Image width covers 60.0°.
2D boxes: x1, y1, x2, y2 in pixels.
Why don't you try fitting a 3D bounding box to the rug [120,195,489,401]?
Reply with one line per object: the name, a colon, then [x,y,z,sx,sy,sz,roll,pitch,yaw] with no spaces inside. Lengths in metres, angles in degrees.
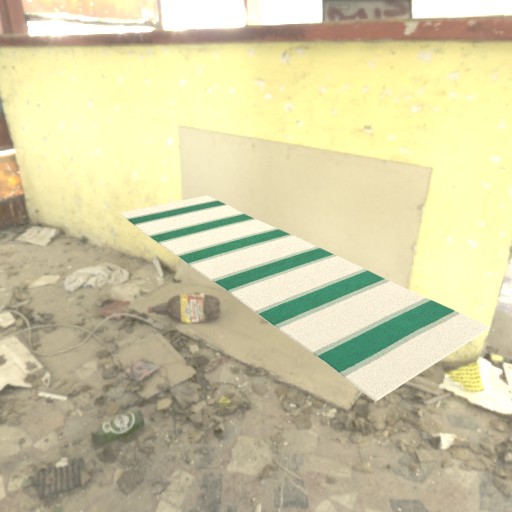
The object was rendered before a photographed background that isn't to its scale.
rug: [0.000,0.000,2.639,0.768,0.012,2.438,-17,30,-33]
